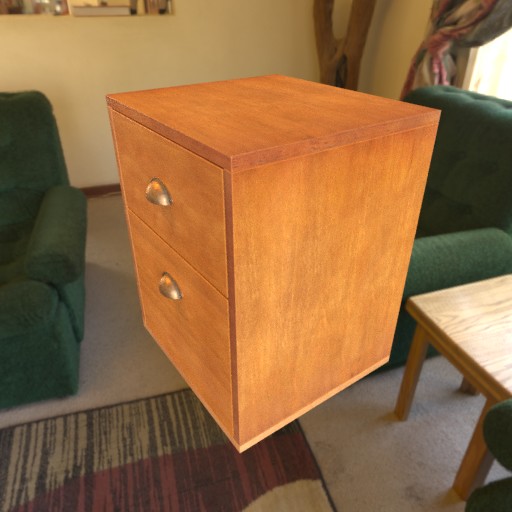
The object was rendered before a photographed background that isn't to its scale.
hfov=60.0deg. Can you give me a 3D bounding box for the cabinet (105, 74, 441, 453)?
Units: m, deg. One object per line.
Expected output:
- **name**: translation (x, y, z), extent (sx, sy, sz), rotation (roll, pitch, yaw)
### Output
- **cabinet**: translation (0.000, 0.000, 0.867), extent (0.401, 0.579, 0.409), rotation (-20, 36, -30)
